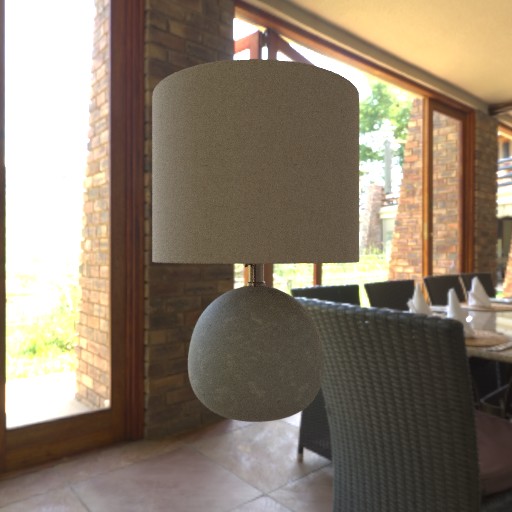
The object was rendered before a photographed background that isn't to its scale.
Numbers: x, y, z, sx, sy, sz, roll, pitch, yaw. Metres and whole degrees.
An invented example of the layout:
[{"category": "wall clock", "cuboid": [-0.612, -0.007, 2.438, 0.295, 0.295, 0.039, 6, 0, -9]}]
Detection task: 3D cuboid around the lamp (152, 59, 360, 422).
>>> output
[{"category": "lamp", "cuboid": [0.000, 0.000, 0.591, 0.269, 0.409, 0.269, 0, 0, -37]}]
